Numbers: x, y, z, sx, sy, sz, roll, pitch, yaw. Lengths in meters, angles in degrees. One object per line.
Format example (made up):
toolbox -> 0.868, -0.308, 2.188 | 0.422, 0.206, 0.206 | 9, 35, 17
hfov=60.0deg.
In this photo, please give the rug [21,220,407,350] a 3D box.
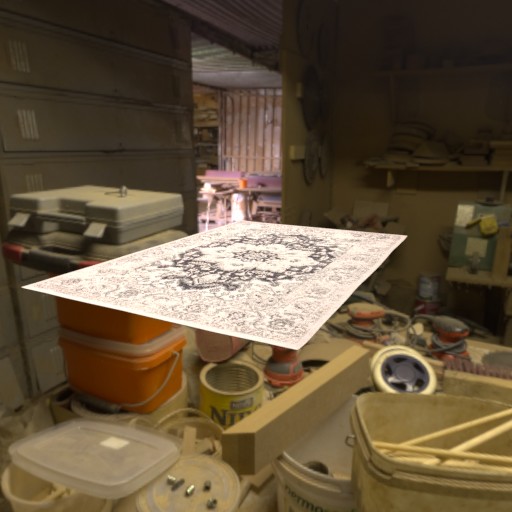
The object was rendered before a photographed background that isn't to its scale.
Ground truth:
rug -> 0.000, 0.000, 2.305 | 1.223, 0.008, 1.813 | 7, 16, 27
